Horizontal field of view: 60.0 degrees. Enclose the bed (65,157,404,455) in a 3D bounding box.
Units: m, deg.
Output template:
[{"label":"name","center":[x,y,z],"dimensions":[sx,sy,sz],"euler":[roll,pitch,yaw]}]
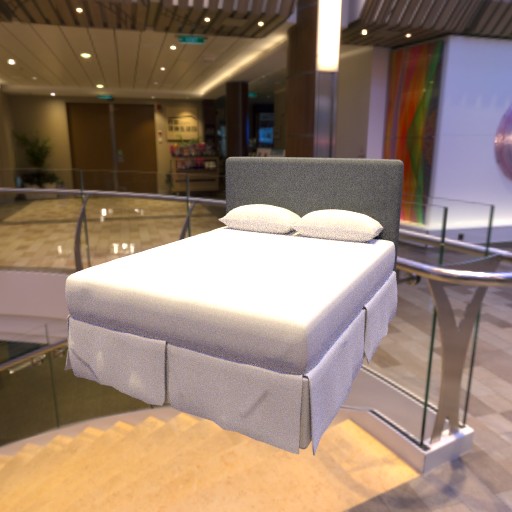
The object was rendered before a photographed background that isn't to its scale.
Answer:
[{"label":"bed","center":[0.000,0.000,3.191],"dimensions":[1.723,1.330,2.142],"euler":[7,16,27]}]
